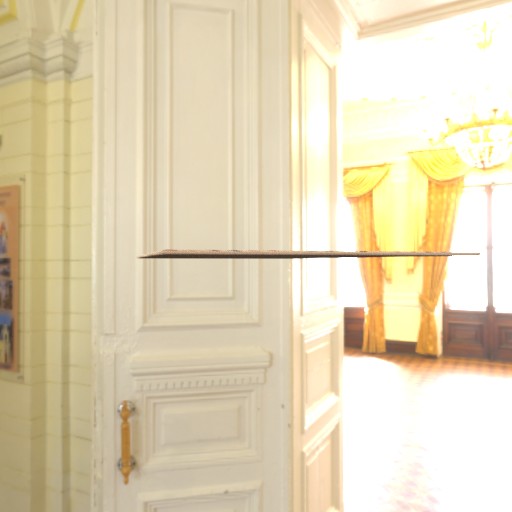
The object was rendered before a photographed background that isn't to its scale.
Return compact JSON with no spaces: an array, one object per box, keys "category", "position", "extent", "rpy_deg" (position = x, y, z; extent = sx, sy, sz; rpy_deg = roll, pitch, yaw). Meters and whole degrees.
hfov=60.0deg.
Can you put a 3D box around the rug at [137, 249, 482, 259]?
[{"category":"rug","position":[0.000,0.000,3.079],"extent":[1.521,0.023,2.464],"rpy_deg":[0,-1,-17]}]
